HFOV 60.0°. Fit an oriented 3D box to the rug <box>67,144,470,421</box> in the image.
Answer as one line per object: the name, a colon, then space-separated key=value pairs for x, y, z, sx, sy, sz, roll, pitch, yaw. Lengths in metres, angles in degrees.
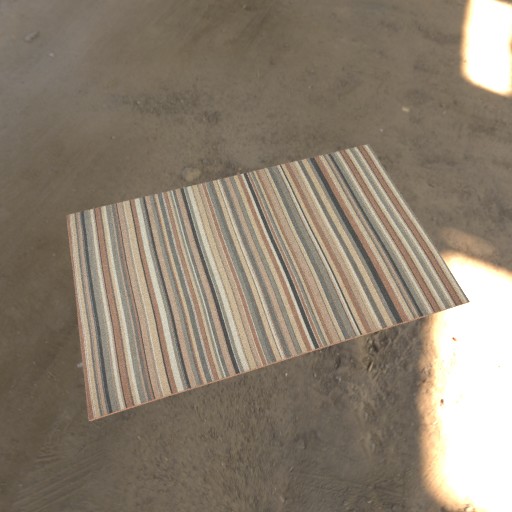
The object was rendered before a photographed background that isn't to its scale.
rug: x=0.000 y=0.000 z=3.062 sx=2.438 sy=0.014 sz=1.523 roll=-15 pitch=58 yaw=-9
